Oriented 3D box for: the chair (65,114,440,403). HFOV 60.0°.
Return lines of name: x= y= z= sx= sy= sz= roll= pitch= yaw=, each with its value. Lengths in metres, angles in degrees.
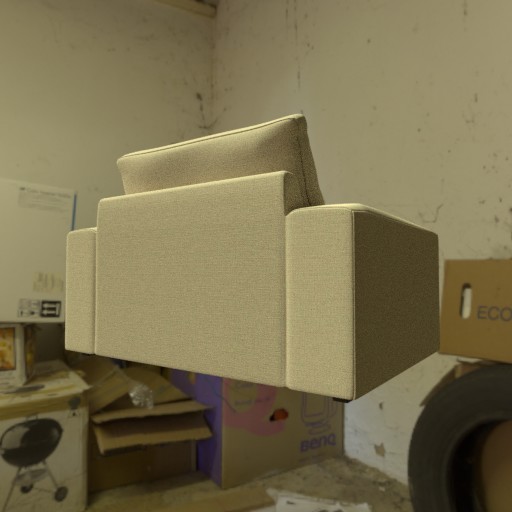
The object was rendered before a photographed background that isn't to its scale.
chair: x=0.000 y=0.000 z=2.041 sx=1.398 sy=0.915 sz=1.039 roll=-1 pitch=-3 yaw=35
